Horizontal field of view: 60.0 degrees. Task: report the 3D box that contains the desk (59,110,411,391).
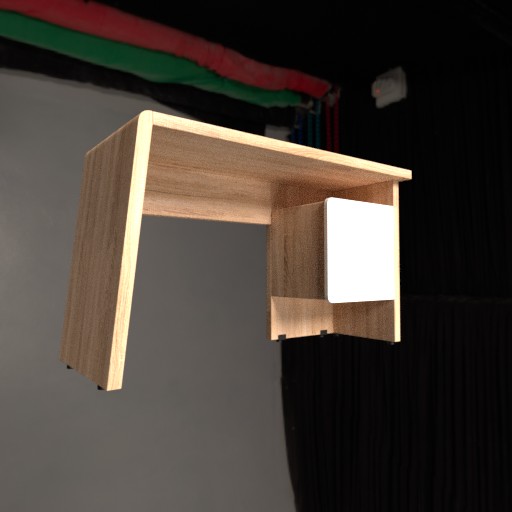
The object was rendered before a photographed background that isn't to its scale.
[{"bbox_3d":[0.000,0.000,1.709,1.300,0.750,0.500,2,-3,-37],"label":"desk"}]
